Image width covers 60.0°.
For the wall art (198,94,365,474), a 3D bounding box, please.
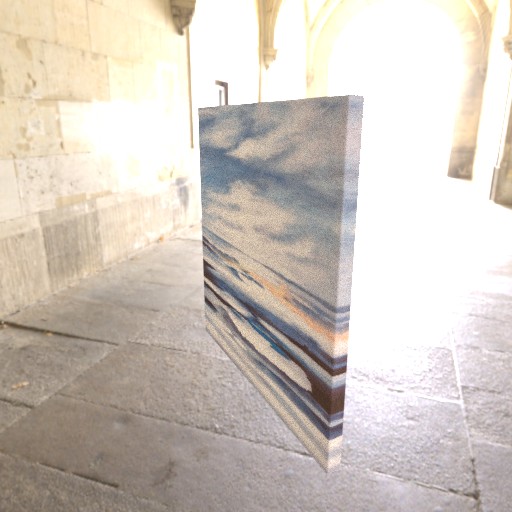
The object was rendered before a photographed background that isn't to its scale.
[{"bbox_3d":[0.000,0.000,1.143,0.035,0.747,0.747,-8,19,-25],"label":"wall art"}]
